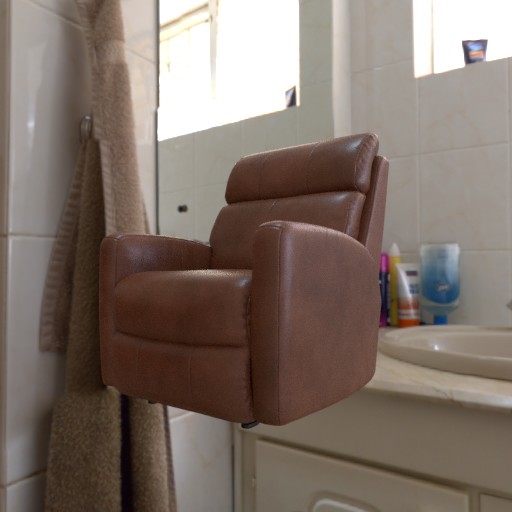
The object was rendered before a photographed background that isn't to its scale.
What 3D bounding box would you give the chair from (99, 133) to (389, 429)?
[{"bbox_3d":[0.000,0.000,1.680,0.787,1.016,0.939,-1,-2,36],"label":"chair"}]
